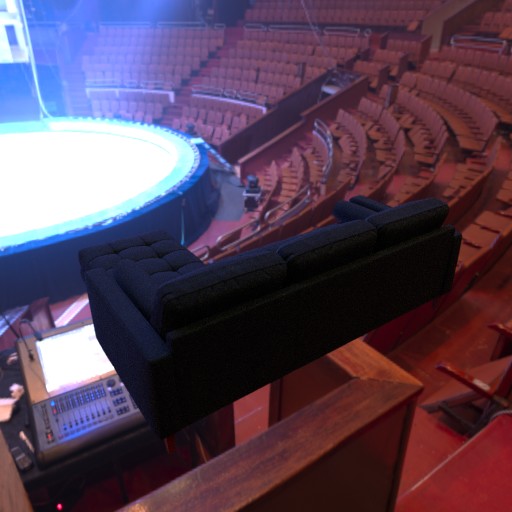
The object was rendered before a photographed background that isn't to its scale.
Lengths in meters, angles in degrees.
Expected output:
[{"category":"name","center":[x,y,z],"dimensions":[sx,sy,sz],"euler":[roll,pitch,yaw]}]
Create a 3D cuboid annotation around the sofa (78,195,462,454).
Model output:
[{"category":"sofa","center":[0.000,0.000,2.967],"dimensions":[2.185,0.841,1.613],"euler":[-18,32,-31]}]
